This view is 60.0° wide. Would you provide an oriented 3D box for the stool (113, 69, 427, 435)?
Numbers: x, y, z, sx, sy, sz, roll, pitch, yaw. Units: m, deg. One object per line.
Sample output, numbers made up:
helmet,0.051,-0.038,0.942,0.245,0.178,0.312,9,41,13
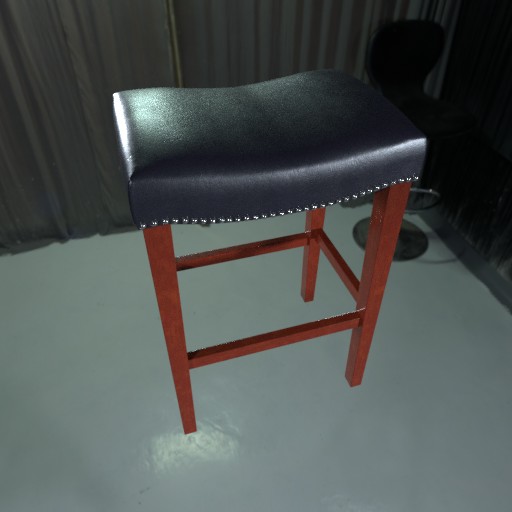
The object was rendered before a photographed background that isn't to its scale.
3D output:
stool,0.000,0.000,1.033,0.504,0.742,0.372,-11,42,-13
